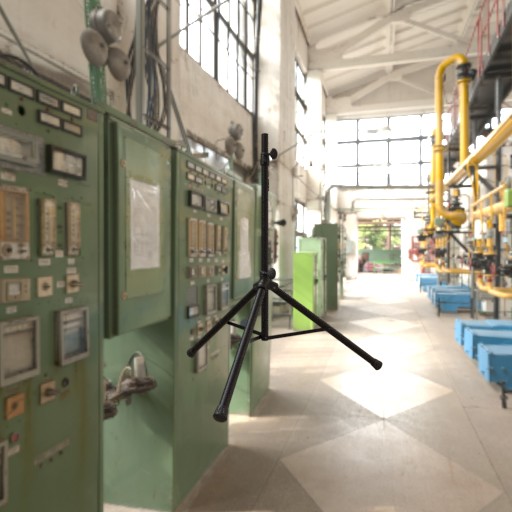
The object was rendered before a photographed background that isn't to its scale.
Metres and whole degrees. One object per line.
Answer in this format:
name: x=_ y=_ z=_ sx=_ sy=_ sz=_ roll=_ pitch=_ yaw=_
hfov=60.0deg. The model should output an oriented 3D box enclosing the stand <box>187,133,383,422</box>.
stand: x=0.000 y=0.000 z=1.926 sx=1.045 sy=1.136 sz=0.907 roll=0 pitch=1 yaw=17
